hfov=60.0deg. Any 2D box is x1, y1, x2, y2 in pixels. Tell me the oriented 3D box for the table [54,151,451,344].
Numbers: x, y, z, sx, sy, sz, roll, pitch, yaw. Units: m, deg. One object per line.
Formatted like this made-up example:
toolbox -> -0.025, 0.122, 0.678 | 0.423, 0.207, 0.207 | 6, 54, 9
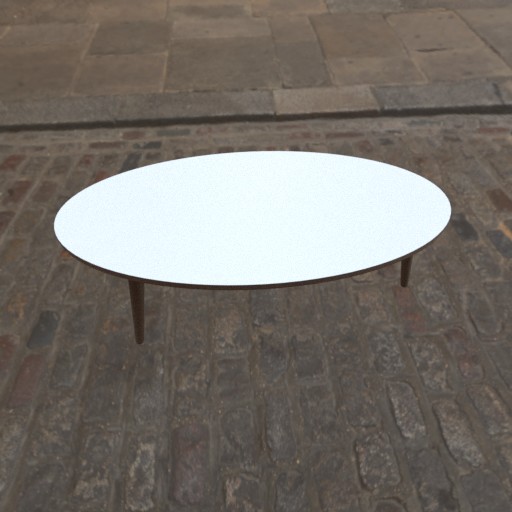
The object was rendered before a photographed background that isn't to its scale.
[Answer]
table -> 0.000, 0.000, 1.363 | 1.083, 0.390, 0.542 | -3, 47, -3
